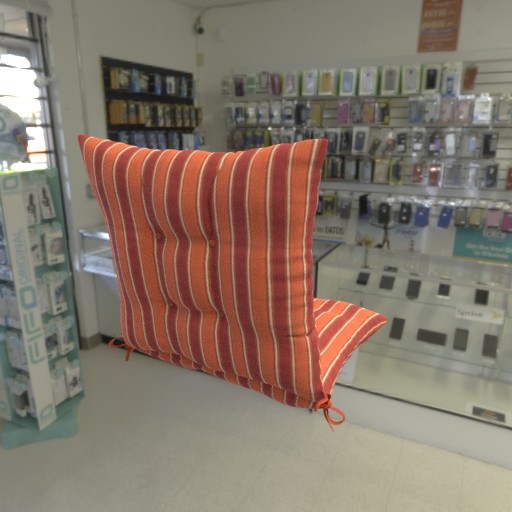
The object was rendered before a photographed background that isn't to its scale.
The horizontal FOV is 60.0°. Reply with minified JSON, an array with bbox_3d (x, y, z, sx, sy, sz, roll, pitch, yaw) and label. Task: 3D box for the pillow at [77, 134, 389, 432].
[{"bbox_3d":[0.000,0.000,1.007,0.541,0.536,0.585,9,18,28],"label":"pillow"}]
